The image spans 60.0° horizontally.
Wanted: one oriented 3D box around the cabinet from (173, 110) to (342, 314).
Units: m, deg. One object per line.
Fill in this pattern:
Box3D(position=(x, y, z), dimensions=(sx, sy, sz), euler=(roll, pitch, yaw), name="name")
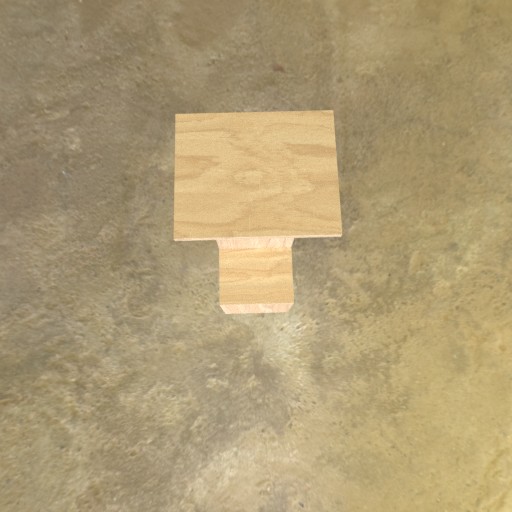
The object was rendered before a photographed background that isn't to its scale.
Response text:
Box3D(position=(0.000, 0.000, 2.030), dimensions=(0.411, 1.879, 0.338), euler=(-1, 77, 0), name="cabinet")
